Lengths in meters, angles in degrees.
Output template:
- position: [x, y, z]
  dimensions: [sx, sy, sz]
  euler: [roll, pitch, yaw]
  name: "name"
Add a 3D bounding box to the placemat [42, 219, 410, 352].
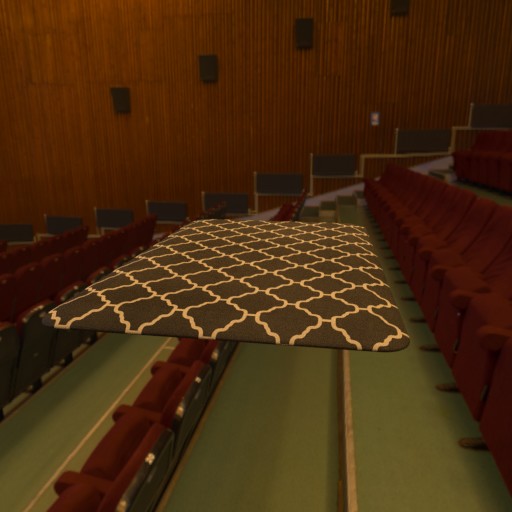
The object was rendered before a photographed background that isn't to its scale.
- position: [0.000, 0.000, 0.930]
  dimensions: [0.508, 0.021, 0.762]
  euler: [2, 15, 9]
  name: "placemat"
